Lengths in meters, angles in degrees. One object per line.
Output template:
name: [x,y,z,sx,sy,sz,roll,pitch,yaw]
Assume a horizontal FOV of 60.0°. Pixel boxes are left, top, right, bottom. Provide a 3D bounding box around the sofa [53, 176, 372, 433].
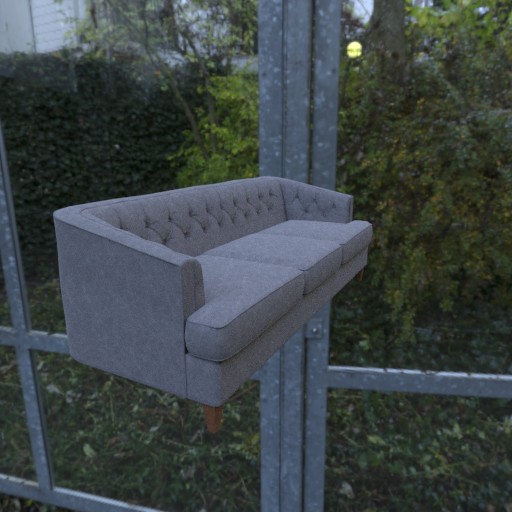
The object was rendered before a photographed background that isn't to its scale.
sofa: [0.000,0.000,2.688,0.917,0.806,2.247,7,16,27]
